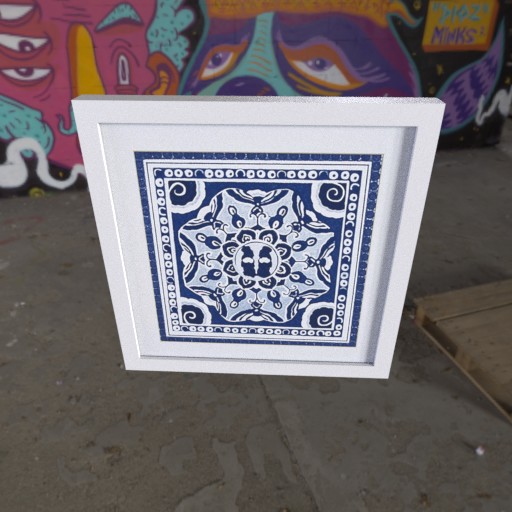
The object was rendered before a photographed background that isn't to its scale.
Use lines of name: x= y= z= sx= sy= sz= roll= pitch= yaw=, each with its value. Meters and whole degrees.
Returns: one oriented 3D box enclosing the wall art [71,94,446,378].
wall art: x=0.000 y=0.000 z=0.521 sx=0.355 sy=0.355 sz=0.027 roll=1 pitch=31 yaw=2
